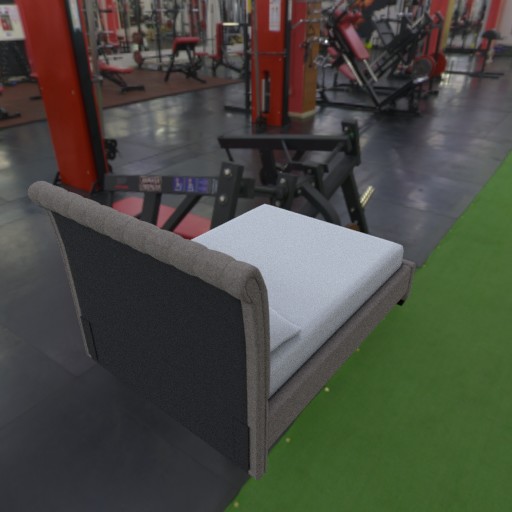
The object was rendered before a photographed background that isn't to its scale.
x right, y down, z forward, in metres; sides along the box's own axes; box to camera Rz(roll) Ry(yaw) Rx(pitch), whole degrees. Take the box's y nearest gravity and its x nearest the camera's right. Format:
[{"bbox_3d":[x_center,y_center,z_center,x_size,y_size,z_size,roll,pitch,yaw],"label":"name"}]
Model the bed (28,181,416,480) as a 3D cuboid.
[{"bbox_3d":[0.000,0.000,3.228,1.645,1.371,2.252,21,35,33],"label":"bed"}]
